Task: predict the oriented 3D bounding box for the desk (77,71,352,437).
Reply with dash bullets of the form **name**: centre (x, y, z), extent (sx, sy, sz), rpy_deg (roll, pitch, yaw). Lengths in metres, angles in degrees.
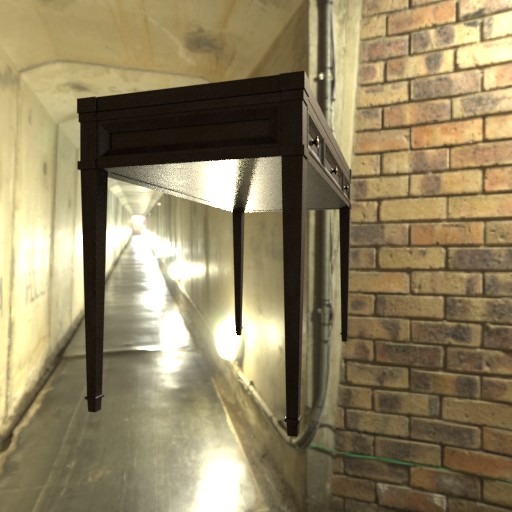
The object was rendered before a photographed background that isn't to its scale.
- **desk**: centre (0.000, 0.000, 1.734), extent (0.630, 0.861, 1.289), rpy_deg (0, 0, 17)
